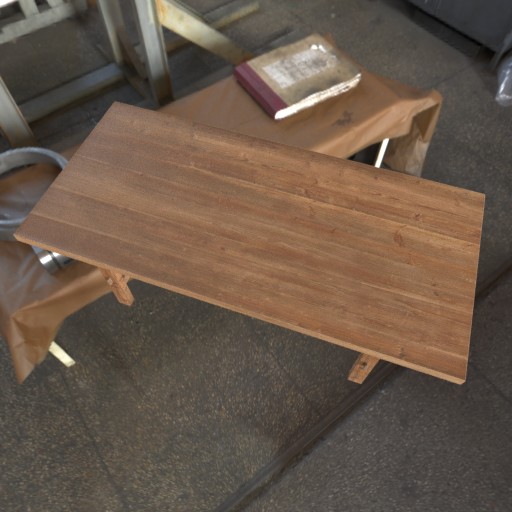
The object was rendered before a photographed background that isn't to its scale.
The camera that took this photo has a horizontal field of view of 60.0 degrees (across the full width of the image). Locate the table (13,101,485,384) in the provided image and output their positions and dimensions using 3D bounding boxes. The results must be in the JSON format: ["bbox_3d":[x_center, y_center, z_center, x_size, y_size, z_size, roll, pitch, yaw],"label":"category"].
[{"bbox_3d":[0.000,0.000,2.395,2.003,0.760,0.952,17,60,10],"label":"table"}]
